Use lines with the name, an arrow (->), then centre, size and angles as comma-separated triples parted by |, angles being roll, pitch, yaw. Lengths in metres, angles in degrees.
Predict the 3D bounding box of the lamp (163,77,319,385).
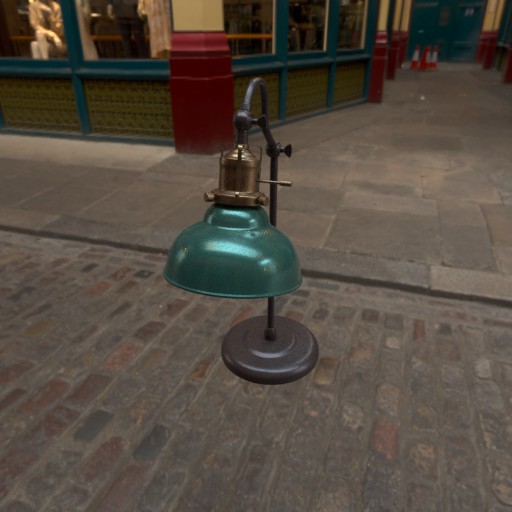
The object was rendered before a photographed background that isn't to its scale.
lamp -> 0.000, 0.000, 0.677 | 0.192, 0.508, 0.374 | 8, 29, 16
